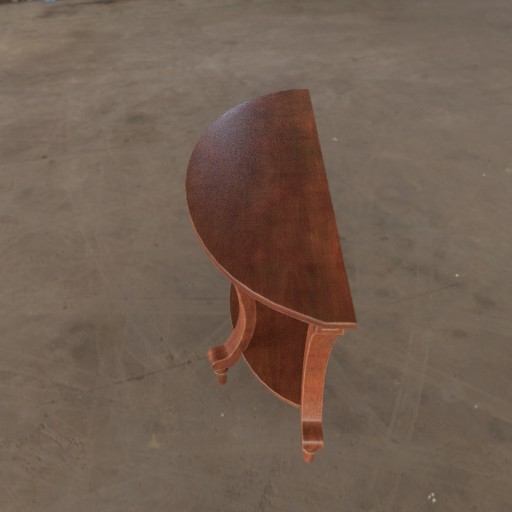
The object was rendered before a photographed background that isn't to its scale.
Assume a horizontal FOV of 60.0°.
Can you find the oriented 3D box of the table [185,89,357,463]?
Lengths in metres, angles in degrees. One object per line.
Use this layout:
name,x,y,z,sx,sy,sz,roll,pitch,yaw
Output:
table,0.000,0.000,1.506,0.394,0.699,1.198,1,41,1
